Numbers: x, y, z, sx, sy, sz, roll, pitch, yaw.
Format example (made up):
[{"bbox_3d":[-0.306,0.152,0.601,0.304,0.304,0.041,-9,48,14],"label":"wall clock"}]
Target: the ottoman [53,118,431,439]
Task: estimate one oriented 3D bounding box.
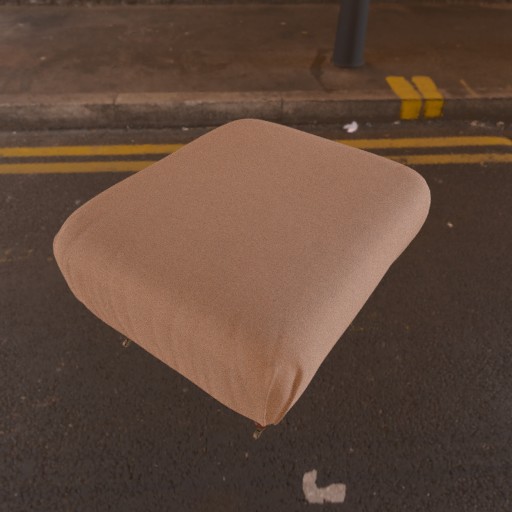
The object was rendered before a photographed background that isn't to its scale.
[{"bbox_3d":[0.000,0.000,1.135,0.639,0.450,0.746,26,48,26],"label":"ottoman"}]
